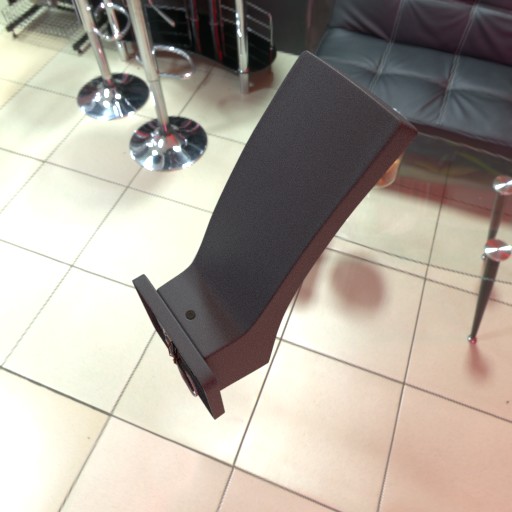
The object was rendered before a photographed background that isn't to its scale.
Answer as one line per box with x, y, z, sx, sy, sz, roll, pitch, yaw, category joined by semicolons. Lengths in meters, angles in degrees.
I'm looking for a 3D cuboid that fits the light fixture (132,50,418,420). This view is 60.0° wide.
0.000;0.000;0.329;0.174;0.243;0.108;-32;63;-19;light fixture
